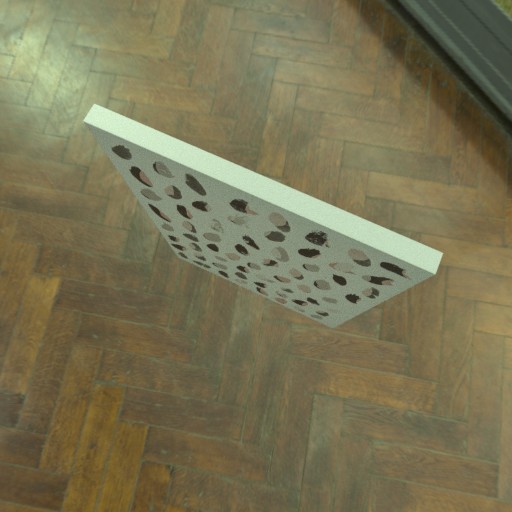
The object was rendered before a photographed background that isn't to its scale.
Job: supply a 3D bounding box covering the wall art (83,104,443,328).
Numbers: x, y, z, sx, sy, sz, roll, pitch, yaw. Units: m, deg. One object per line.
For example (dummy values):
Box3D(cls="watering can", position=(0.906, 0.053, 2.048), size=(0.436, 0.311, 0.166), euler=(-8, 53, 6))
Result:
Box3D(cls="wall art", position=(0.000, 0.000, 0.758), size=(0.405, 0.608, 0.025), euler=(24, 77, 6))
